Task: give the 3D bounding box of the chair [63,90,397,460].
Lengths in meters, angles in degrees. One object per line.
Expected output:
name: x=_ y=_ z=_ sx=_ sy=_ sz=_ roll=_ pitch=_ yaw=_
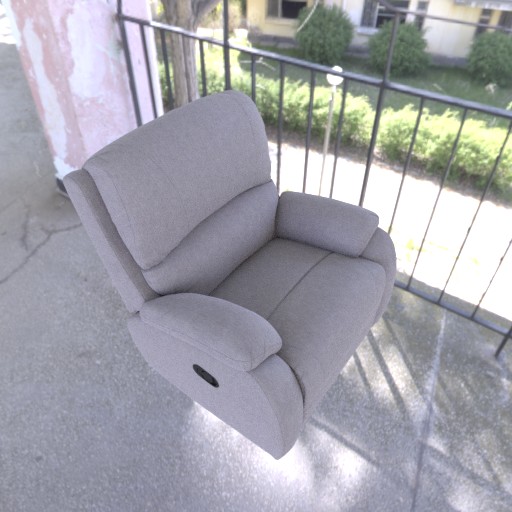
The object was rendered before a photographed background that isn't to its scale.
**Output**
chair: x=0.000 y=0.000 z=1.712 sx=0.899 sy=1.011 sz=0.930 roll=26 pitch=47 yaw=26
